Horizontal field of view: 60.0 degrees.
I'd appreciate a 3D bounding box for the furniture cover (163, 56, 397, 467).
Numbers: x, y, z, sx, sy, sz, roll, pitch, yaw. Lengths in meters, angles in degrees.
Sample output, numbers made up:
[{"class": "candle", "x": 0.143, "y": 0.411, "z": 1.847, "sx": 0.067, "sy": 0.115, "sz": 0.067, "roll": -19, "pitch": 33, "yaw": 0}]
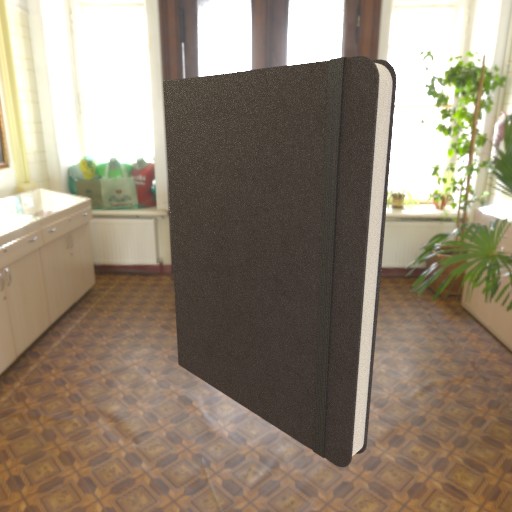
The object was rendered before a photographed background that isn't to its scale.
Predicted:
[{"class": "furniture cover", "x": 0.000, "y": 0.000, "z": 0.362, "sx": 0.023, "sy": 0.281, "sz": 0.216, "roll": -15, "pitch": 22, "yaw": -42}]
